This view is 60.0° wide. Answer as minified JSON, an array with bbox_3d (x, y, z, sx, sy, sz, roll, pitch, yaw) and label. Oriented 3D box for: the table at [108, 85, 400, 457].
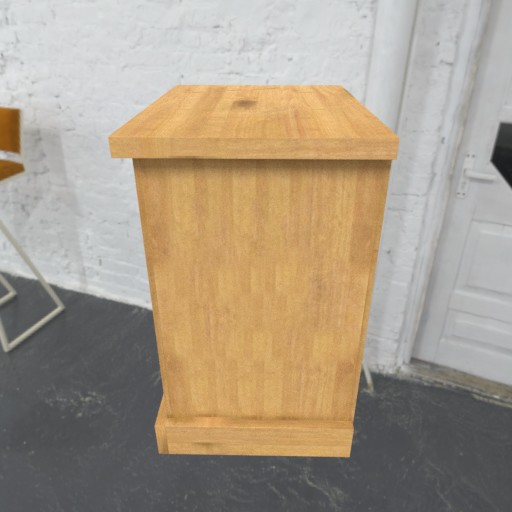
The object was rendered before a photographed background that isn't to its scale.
[{"bbox_3d":[0.000,0.000,1.235,0.500,0.813,0.660,1,28,1],"label":"table"}]
